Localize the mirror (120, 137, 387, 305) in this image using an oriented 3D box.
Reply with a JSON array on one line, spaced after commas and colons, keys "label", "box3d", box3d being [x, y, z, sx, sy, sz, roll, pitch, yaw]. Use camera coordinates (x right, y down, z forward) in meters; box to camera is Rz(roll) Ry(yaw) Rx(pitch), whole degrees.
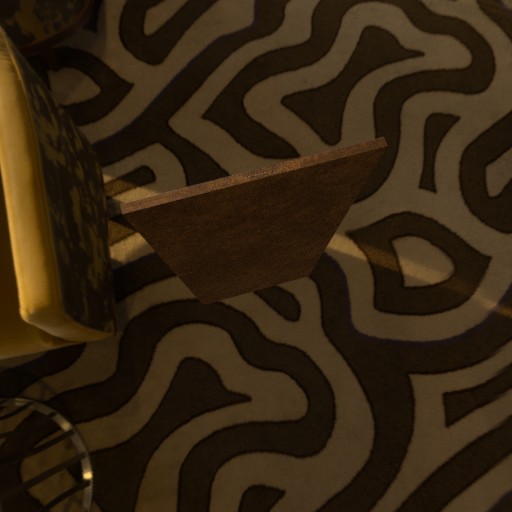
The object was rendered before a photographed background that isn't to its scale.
[{"label": "mirror", "box3d": [0.000, 0.000, 2.299, 0.812, 2.031, 0.032, -15, 77, -4]}]
